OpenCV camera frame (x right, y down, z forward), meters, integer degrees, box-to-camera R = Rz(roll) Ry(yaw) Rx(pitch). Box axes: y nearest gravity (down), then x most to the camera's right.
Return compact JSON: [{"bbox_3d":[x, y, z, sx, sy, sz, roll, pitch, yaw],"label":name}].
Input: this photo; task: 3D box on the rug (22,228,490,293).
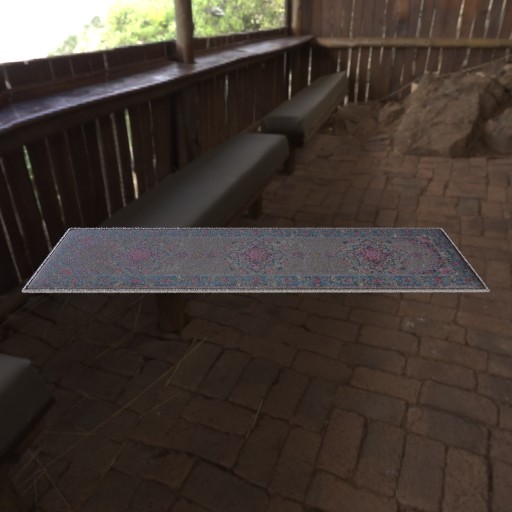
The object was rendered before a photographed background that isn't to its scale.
[{"bbox_3d":[0.000,0.000,2.446,2.297,0.019,0.659,0,31,0],"label":"rug"}]
